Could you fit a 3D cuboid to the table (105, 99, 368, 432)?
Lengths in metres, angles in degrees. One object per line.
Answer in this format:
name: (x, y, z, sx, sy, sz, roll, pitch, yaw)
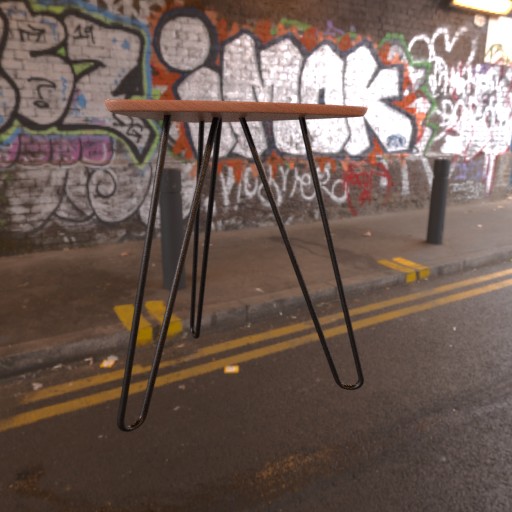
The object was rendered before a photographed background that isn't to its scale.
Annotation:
table: (0.000, 0.000, 0.891, 0.455, 0.564, 0.442, 2, 15, 9)
